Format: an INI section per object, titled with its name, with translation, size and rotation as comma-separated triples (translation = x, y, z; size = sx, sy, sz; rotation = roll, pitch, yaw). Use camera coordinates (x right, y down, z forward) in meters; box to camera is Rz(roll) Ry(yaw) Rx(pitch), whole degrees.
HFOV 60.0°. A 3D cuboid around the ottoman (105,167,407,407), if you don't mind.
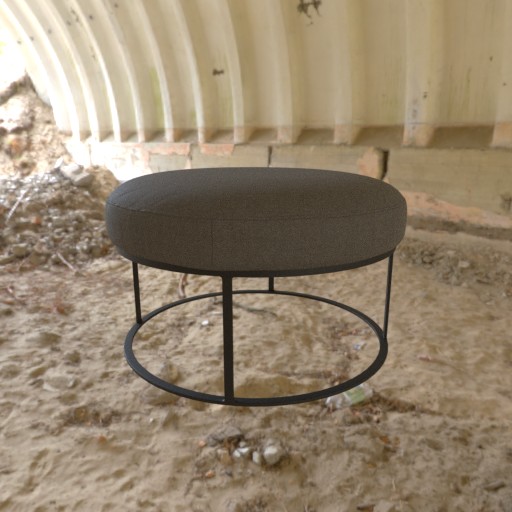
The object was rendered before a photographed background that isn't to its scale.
[ottoman]
translation = 0.000, 0.000, 1.218
size = 0.772, 0.460, 0.772
rotation = 0, 15, 0
